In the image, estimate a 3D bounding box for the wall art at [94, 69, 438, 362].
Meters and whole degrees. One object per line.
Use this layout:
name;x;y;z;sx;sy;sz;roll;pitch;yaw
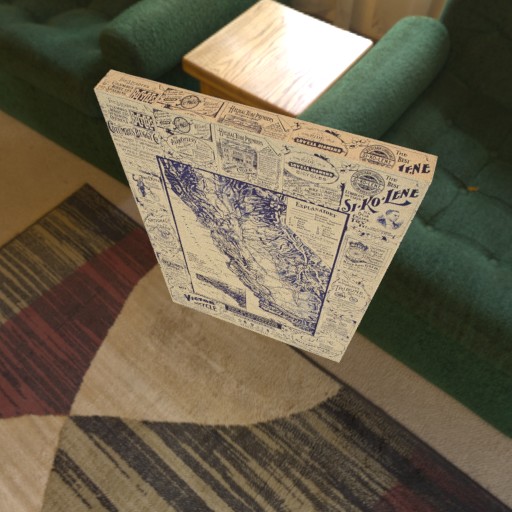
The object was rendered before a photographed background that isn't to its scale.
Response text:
wall art;0.000;0.000;0.766;0.408;0.601;0.040;18;61;11
